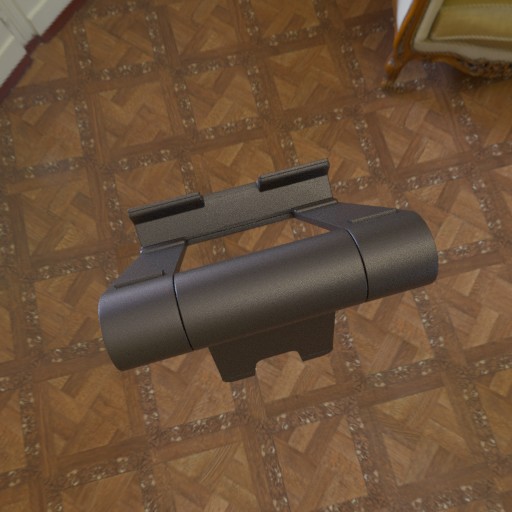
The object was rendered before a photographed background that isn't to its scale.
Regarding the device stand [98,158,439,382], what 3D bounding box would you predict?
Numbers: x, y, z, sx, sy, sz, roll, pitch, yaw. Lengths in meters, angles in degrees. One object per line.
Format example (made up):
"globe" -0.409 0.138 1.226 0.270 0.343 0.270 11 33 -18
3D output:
"device stand" 0.000 0.000 0.155 0.088 0.084 0.079 -15 76 -4
